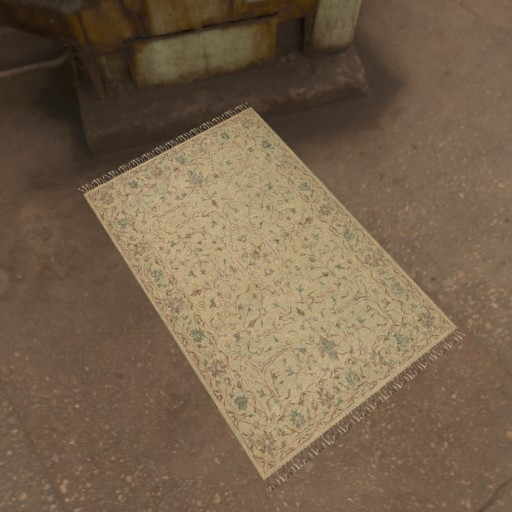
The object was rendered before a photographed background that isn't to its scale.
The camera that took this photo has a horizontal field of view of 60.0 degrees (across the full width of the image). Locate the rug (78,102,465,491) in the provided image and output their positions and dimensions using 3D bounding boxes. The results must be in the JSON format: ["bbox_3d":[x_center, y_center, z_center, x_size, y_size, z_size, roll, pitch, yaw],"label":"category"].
[{"bbox_3d":[0.000,0.000,3.041,1.544,0.010,2.435,-32,68,-15],"label":"rug"}]
